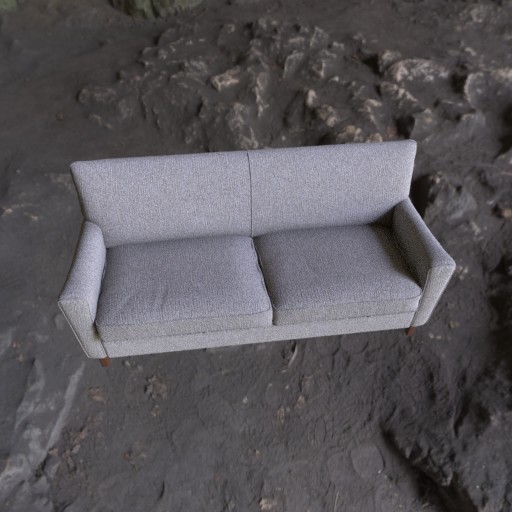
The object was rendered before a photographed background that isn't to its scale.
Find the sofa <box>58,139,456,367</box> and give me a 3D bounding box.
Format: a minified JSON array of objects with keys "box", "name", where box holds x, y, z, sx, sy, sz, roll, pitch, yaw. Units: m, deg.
[{"box":[0.000,0.000,2.584,2.026,0.942,0.854,-5,45,-5],"name":"sofa"}]
